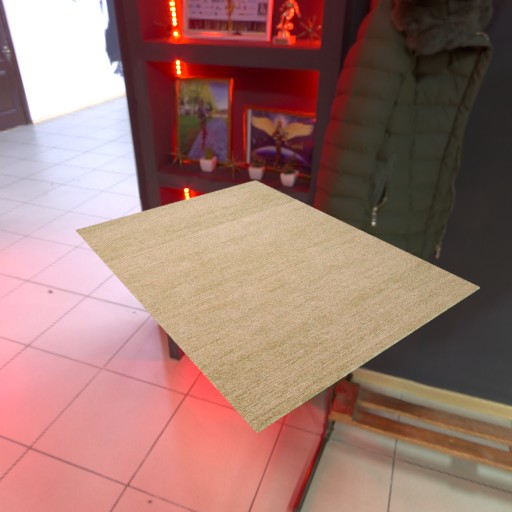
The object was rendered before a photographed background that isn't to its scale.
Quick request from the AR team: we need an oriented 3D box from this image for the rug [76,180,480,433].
[{"bbox_3d":[0.000,0.000,4.283,2.425,0.016,3.198,-21,37,-31],"label":"rug"}]
